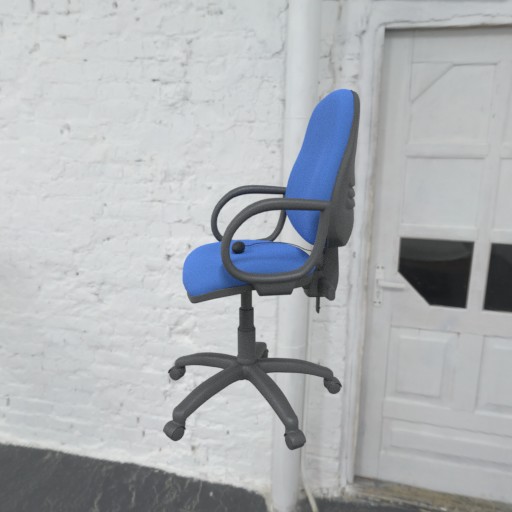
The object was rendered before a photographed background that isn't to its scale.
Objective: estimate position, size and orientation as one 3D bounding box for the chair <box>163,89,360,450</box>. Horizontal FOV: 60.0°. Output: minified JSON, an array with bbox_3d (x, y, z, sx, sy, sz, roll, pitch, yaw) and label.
[{"bbox_3d":[0.000,0.000,1.273,0.549,0.905,0.552,-2,13,-9],"label":"chair"}]
